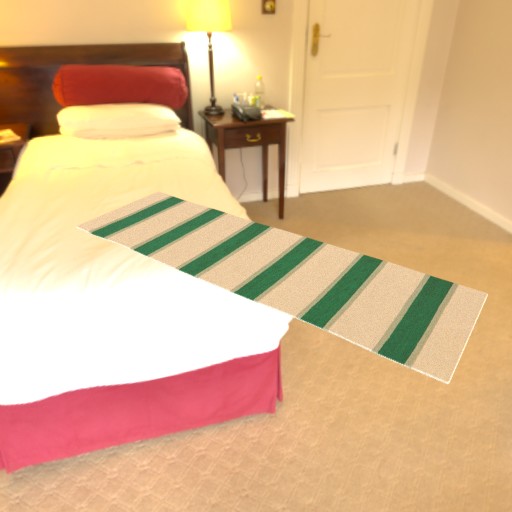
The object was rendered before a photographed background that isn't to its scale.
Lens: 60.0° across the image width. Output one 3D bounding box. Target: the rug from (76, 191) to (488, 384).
[{"bbox_3d":[0.000,0.000,2.659,2.438,0.012,0.768,20,36,30],"label":"rug"}]
